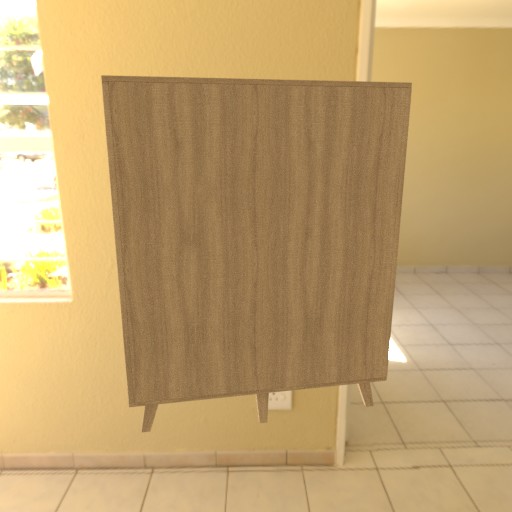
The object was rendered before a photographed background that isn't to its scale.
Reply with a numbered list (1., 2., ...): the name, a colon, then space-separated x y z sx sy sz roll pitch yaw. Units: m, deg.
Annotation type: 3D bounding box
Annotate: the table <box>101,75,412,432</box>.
1. table: 0.000 0.000 1.921 1.111 1.388 0.398 -3 15 -10
